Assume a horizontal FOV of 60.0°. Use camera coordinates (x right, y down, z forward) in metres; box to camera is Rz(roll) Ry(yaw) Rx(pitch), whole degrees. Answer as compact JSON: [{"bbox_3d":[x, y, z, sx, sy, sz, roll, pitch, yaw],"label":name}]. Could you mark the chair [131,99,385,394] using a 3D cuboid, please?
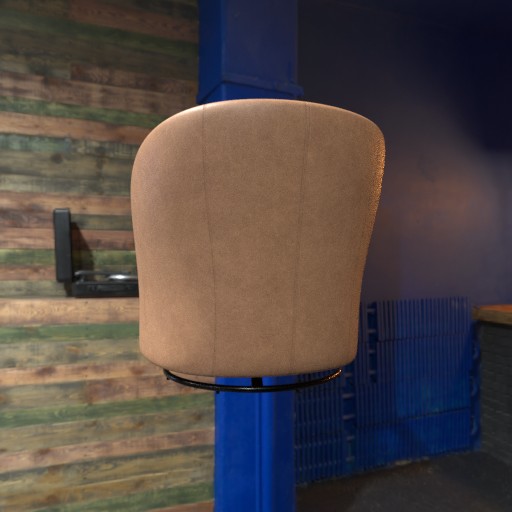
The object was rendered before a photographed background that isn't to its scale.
[{"bbox_3d":[0.000,0.000,1.472,0.791,0.771,0.815,0,-1,-18],"label":"chair"}]
